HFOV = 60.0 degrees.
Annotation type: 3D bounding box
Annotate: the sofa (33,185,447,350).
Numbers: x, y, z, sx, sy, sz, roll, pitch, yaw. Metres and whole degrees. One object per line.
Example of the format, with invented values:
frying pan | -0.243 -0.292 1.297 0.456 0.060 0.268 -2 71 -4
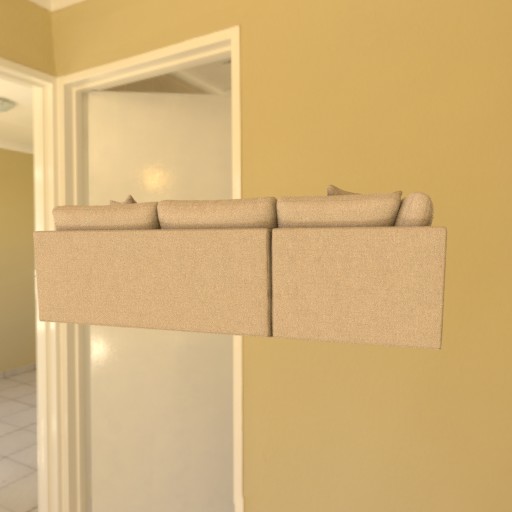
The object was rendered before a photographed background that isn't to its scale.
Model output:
sofa | 0.000 0.000 3.833 2.896 0.978 1.994 1 2 19
